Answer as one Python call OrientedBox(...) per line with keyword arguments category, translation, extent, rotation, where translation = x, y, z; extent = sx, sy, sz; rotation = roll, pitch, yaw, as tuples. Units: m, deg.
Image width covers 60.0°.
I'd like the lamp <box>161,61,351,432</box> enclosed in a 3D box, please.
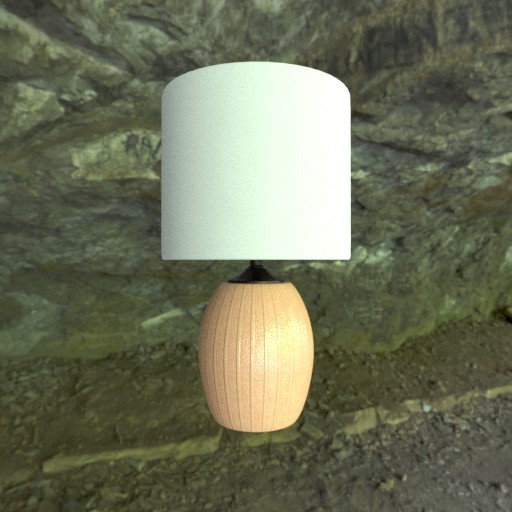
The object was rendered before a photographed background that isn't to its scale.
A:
OrientedBox(category="lamp", translation=(0.000, 0.000, 0.788), extent=(0.329, 0.570, 0.329), rotation=(0, 0, 0))
